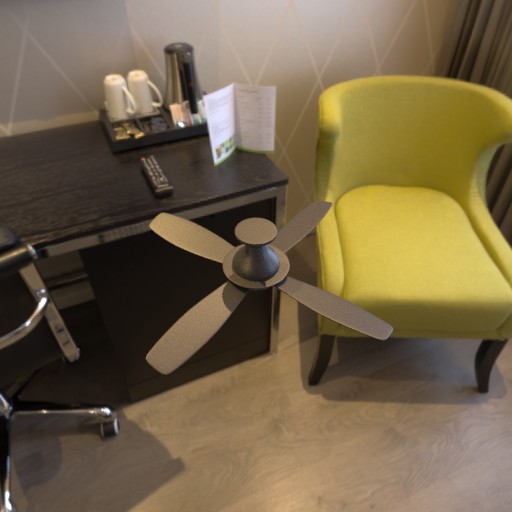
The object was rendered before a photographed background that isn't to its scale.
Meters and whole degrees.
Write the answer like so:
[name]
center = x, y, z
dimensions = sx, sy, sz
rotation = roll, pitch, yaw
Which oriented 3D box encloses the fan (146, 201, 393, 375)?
[fan]
center = 0.000, 0.000, 2.578
dimensions = 1.694, 0.382, 1.694
rotation = 26, 48, 25
